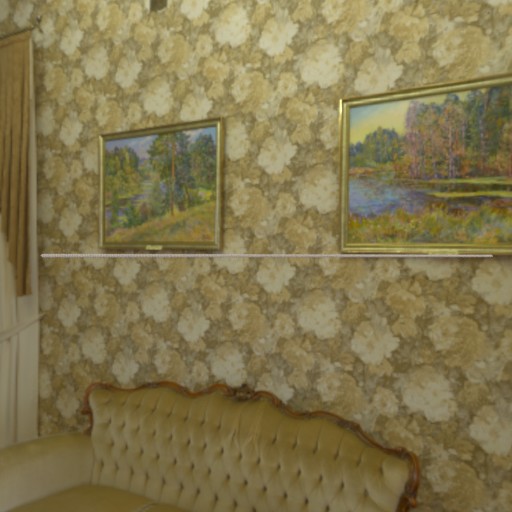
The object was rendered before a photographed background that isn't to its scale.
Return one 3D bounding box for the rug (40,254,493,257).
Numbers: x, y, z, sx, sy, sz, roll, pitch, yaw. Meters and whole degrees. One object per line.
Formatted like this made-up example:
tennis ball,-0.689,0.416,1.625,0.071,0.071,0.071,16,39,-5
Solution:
rug,0.000,0.000,2.822,2.294,0.014,1.528,0,0,-19
